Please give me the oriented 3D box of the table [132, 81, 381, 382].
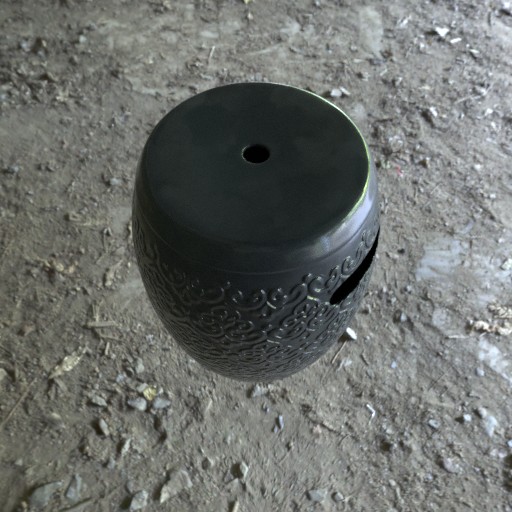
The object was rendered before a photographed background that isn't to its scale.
[{"bbox_3d":[0.000,0.000,0.615,0.309,0.397,0.309,0,58,0],"label":"table"}]
